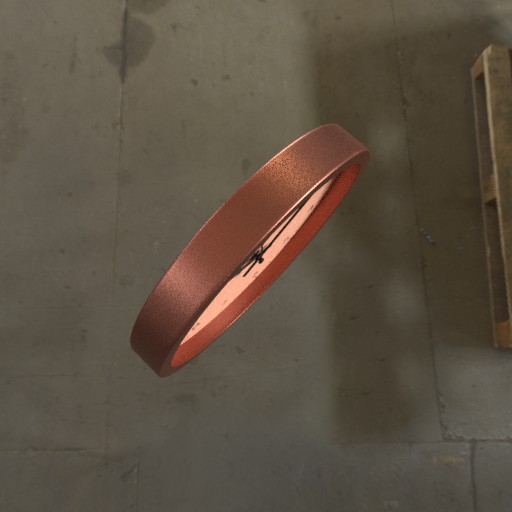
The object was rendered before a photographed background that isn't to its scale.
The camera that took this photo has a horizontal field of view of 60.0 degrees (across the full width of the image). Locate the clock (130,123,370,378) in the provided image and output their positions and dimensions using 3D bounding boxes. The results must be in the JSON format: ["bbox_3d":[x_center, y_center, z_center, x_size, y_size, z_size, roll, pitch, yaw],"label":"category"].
[{"bbox_3d":[0.000,0.000,0.478,0.040,0.313,0.313,43,80,9],"label":"clock"}]
